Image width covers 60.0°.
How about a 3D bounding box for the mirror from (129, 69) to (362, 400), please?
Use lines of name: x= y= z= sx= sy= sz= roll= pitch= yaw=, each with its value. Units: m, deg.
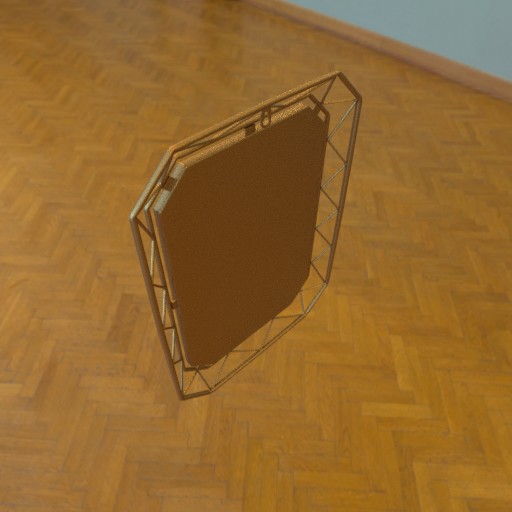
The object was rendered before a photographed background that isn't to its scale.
mirror: x=0.000 y=0.000 z=0.746 sx=0.417 sy=0.566 sz=0.042 roll=-34 pitch=55 yaw=-28
